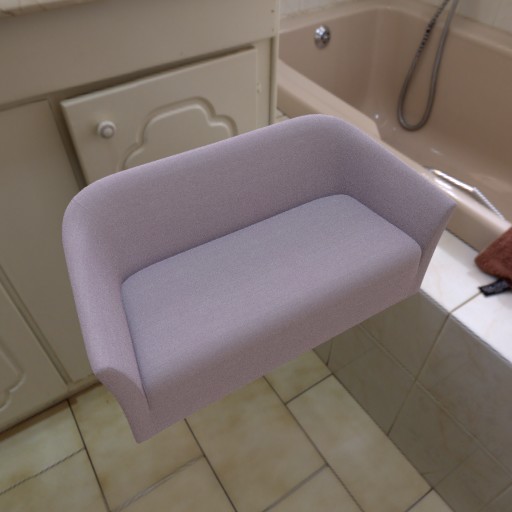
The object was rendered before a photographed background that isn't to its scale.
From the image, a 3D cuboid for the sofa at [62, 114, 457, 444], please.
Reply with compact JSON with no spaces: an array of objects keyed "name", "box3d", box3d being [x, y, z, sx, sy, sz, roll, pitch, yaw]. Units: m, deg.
[{"name":"sofa","box3d":[0.000,0.000,1.842,1.452,0.721,0.705,-23,50,-21]}]
